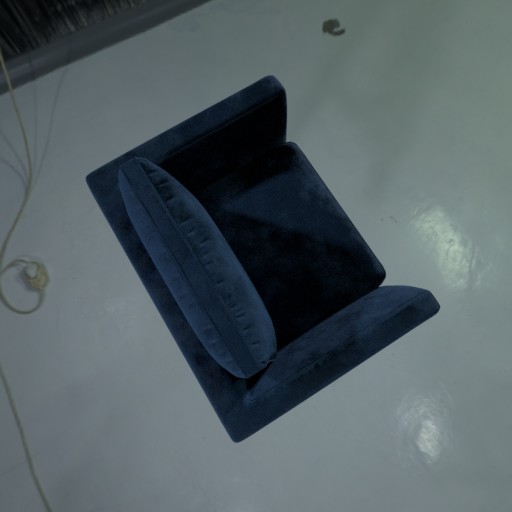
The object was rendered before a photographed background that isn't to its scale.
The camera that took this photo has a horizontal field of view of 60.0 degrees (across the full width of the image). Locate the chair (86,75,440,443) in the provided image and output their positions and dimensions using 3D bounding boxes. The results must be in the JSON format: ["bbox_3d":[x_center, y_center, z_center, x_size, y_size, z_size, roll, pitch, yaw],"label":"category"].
[{"bbox_3d":[0.000,0.000,1.611,0.746,0.893,0.977,-31,78,-7],"label":"chair"}]
